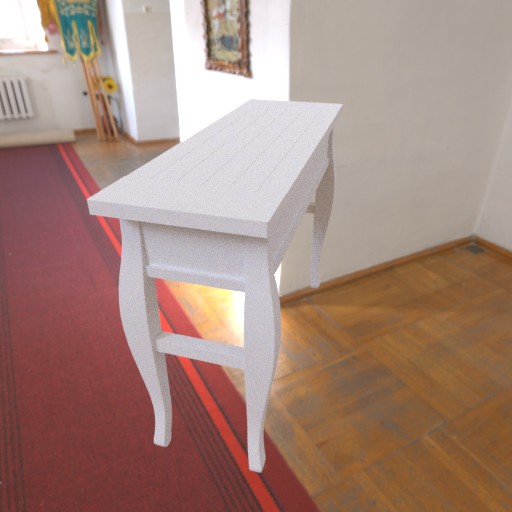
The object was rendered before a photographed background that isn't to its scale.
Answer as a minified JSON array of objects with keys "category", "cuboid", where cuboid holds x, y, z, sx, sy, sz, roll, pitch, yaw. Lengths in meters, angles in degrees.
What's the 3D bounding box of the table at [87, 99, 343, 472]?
[{"category":"table","cuboid":[0.000,0.000,1.428,0.373,0.768,1.062,8,31,14]}]
